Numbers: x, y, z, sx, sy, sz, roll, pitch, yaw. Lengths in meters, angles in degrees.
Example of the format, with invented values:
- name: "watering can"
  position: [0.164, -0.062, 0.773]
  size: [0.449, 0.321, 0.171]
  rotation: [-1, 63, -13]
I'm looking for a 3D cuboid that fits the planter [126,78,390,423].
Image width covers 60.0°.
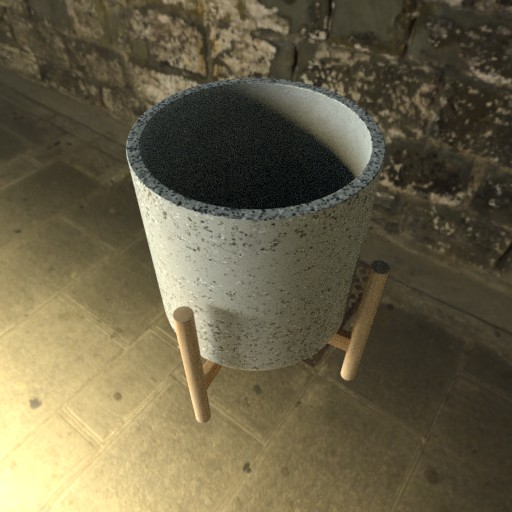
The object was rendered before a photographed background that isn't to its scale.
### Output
- name: "planter"
  position: [0.000, 0.000, 0.679]
  size: [0.360, 0.419, 0.360]
  rotation: [-31, 54, -26]
